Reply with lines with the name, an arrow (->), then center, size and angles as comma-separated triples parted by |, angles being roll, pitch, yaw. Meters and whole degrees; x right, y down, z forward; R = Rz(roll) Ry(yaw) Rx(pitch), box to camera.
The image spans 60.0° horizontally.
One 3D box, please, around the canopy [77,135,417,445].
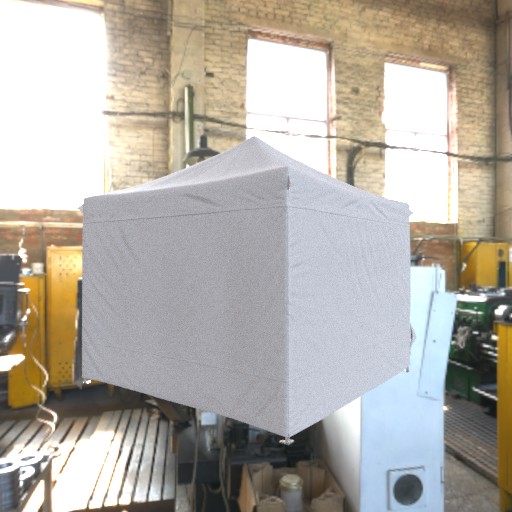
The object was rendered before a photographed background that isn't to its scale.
canopy -> 0.000, 0.000, 5.578 | 3.043, 2.997, 3.121 | 0, 0, 37
